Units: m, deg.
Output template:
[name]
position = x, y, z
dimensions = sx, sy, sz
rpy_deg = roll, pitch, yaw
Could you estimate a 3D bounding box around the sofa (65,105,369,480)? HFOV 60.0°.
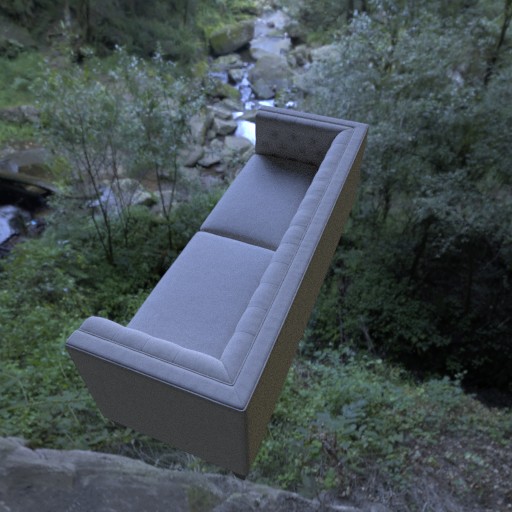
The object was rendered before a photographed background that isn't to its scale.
[sofa]
position = 0.000, 0.000, 2.599
dimensions = 0.775, 0.762, 2.159
rpy_deg = 16, 47, 15
